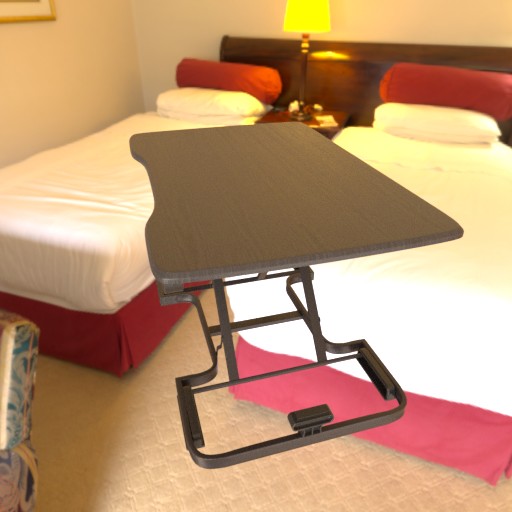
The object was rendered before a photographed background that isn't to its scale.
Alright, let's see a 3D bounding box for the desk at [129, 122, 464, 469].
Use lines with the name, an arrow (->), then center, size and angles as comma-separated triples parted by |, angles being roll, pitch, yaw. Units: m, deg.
desk -> 0.000, 0.000, 1.148 | 0.546, 0.470, 0.820 | -8, 31, -14
